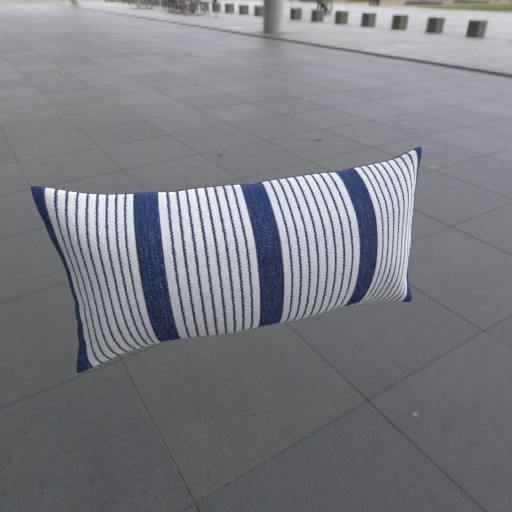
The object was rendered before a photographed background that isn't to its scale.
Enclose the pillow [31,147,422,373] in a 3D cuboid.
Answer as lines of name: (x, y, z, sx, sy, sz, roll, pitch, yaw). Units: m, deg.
pillow: (0.000, 0.000, 0.717, 0.608, 0.292, 0.156, -9, 33, -15)
